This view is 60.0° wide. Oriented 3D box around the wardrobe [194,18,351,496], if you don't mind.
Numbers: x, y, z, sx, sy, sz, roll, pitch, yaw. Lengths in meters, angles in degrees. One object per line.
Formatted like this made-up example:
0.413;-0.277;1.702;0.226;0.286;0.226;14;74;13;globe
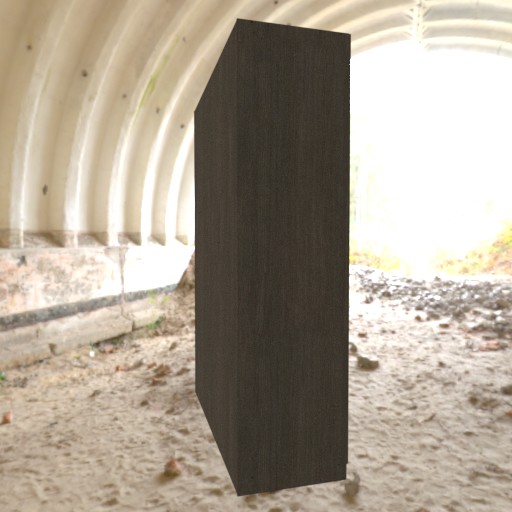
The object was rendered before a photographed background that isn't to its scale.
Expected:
0.000;0.000;2.457;0.510;1.910;1.290;-1;2;-15;wardrobe
